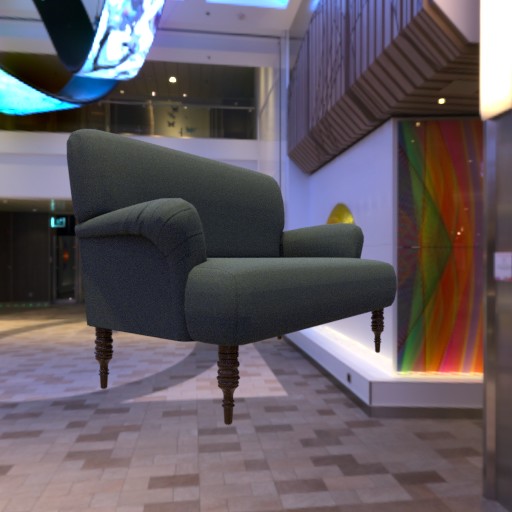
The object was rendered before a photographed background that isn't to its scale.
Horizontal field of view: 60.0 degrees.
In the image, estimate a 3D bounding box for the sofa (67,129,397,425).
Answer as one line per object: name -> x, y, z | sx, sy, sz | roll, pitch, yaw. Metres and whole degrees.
sofa -> 0.000, 0.000, 1.782 | 0.779, 0.889, 1.297 | 0, 0, 36
